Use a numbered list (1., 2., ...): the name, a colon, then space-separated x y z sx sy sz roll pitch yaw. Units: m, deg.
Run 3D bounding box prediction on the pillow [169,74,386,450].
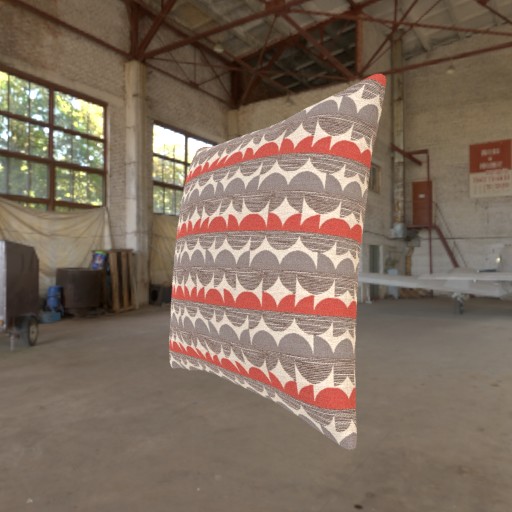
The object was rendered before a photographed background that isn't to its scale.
1. pillow: 0.000 0.000 0.648 0.180 0.410 0.420 1 -1 -37
